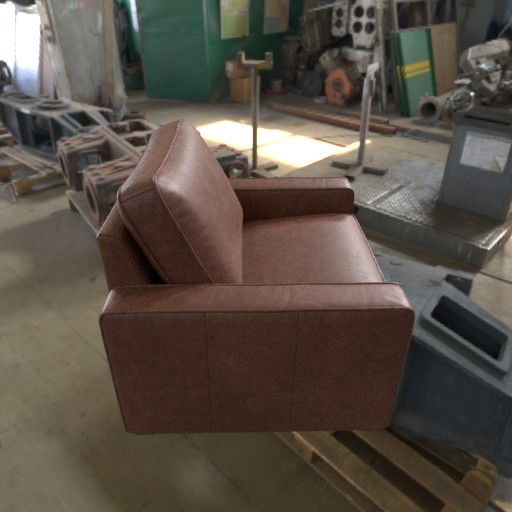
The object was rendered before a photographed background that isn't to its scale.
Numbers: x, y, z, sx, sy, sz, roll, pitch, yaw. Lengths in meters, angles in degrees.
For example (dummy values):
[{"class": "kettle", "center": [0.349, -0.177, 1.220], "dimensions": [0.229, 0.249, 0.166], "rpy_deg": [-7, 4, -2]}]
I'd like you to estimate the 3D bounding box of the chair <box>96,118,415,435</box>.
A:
[{"class": "chair", "center": [0.000, 0.000, 1.742], "dimensions": [0.940, 0.919, 1.017], "rpy_deg": [-1, 32, -1]}]
